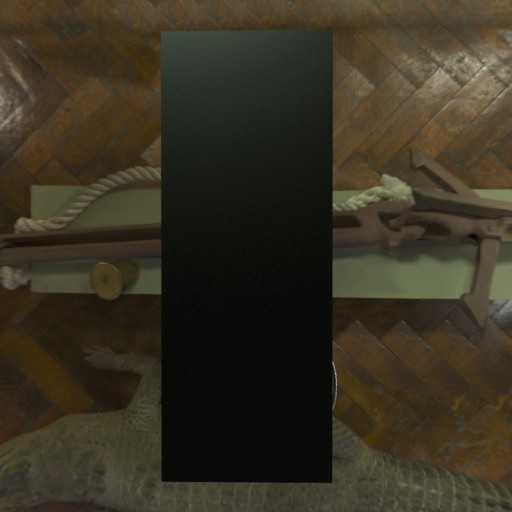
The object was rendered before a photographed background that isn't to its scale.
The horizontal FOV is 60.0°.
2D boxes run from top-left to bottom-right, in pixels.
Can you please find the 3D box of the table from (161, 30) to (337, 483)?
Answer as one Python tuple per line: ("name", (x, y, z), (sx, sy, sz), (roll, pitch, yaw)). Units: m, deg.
("table", (0.000, 0.000, 1.307), (0.380, 0.790, 0.930), (0, 90, 1))
